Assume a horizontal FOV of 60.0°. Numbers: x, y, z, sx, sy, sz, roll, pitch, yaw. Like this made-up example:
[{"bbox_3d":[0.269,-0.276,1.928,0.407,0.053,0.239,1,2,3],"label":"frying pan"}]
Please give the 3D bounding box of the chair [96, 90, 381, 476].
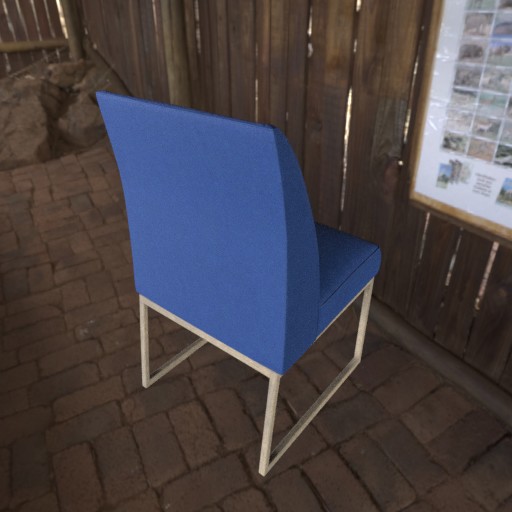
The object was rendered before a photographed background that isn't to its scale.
[{"bbox_3d":[0.000,0.000,1.185,0.508,0.863,0.522,23,38,32],"label":"chair"}]
